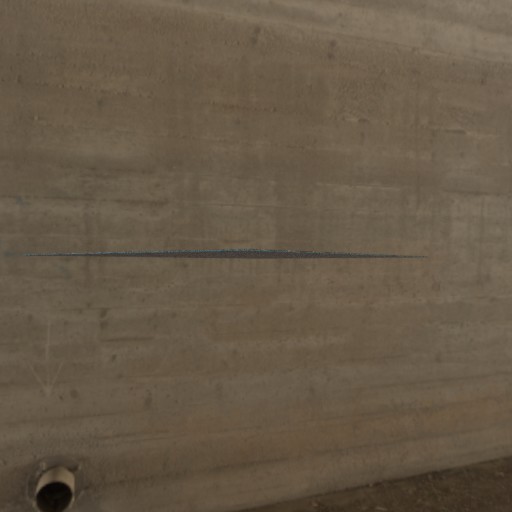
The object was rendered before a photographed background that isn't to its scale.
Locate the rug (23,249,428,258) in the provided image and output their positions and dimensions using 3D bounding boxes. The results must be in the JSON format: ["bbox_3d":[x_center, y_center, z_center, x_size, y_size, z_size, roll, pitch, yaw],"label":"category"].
[{"bbox_3d":[0.000,0.000,4.276,2.337,0.013,3.291,-1,-1,36],"label":"rug"}]
